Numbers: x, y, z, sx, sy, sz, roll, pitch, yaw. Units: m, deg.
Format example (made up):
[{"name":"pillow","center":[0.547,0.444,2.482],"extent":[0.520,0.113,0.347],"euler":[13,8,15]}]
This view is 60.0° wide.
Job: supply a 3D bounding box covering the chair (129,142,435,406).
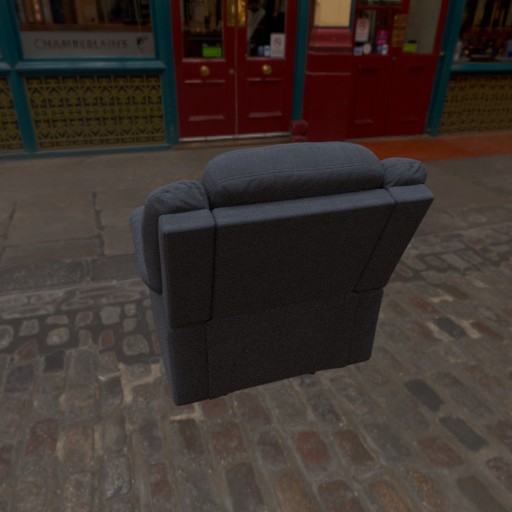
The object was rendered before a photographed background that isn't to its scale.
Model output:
[{"name":"chair","center":[0.000,0.000,1.738],"extent":[0.899,1.008,0.944],"euler":[-9,28,-17]}]
